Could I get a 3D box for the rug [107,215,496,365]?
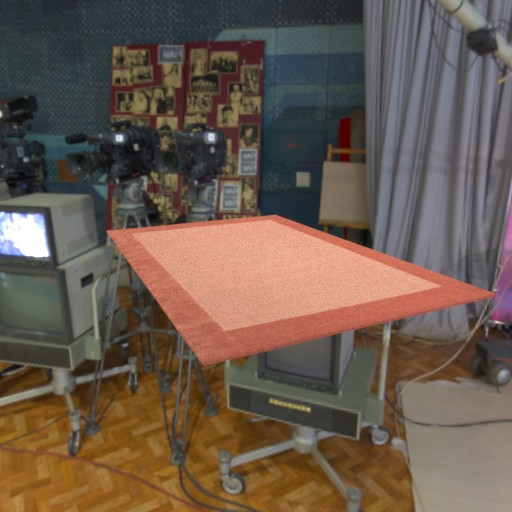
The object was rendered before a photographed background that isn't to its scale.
[{"bbox_3d":[0.000,0.000,2.281,1.219,0.014,1.829,-8,18,-25],"label":"rug"}]
